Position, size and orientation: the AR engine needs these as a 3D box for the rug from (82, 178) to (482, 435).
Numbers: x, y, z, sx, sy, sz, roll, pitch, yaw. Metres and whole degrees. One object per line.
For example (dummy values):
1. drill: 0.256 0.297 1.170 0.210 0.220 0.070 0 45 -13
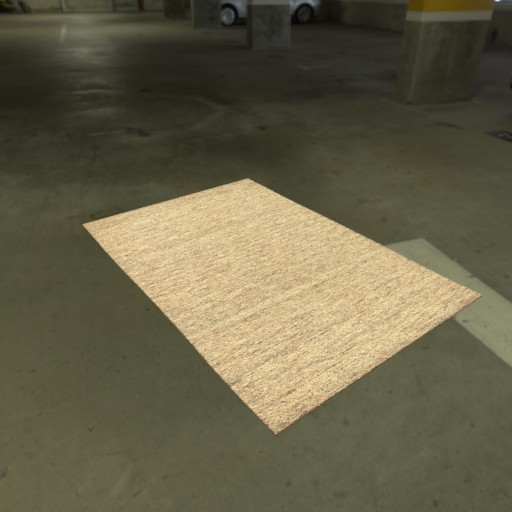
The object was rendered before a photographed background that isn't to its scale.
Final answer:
1. rug: 0.000 0.000 2.933 1.547 0.013 2.283 -21 37 -31
